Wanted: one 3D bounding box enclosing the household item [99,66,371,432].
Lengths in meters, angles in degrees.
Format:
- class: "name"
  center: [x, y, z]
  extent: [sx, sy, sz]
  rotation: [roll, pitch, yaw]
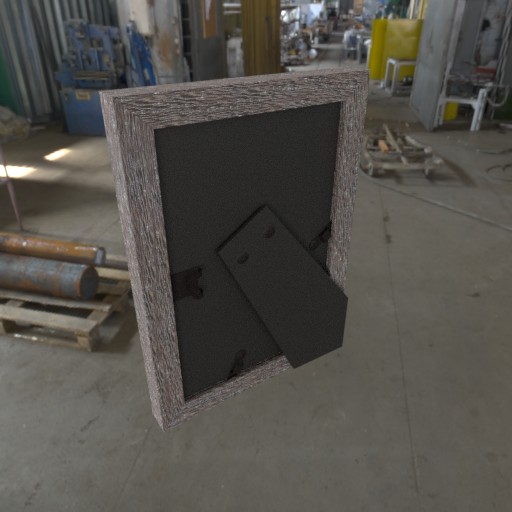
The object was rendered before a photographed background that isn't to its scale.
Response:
- class: "household item"
  center: [0.000, 0.000, 0.241]
  extent: [0.133, 0.180, 0.020]
  rotation: [-19, 35, -29]
